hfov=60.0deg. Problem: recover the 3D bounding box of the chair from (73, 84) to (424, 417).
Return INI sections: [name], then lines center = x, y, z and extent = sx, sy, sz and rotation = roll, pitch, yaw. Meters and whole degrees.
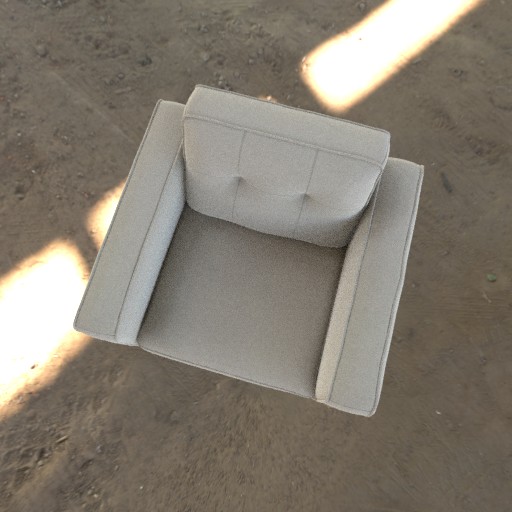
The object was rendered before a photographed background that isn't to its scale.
[chair]
center = 0.000, 0.000, 1.773
extent = 1.115, 0.779, 0.953
rotation = 15, 76, 4
